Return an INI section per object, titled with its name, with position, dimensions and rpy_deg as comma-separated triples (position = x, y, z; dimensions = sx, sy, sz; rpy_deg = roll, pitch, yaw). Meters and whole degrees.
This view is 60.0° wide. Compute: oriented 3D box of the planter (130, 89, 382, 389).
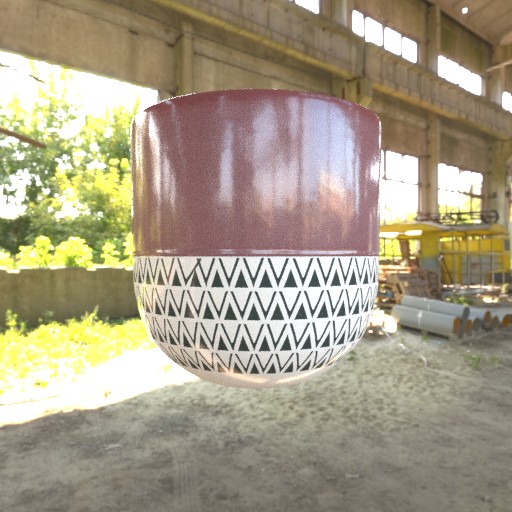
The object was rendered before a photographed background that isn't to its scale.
[planter]
position = 0.000, 0.000, 0.488
dimensions = 0.266, 0.270, 0.266
rpy_deg = 0, 0, 0
